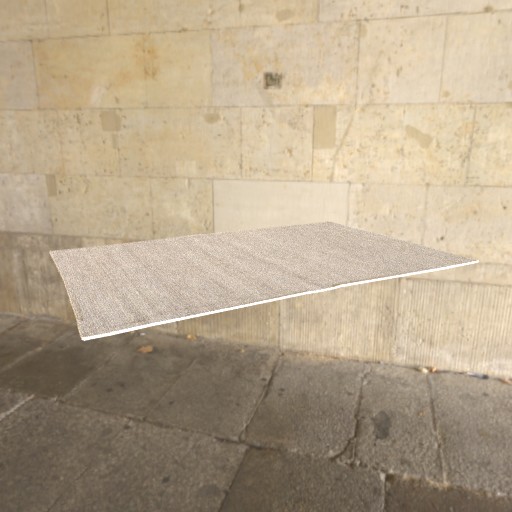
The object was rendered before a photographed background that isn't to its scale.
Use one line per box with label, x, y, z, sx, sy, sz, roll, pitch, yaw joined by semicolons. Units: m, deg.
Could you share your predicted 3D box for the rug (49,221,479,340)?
rug;0.000;0.000;2.225;1.820;0.022;1.179;-8;17;-27
